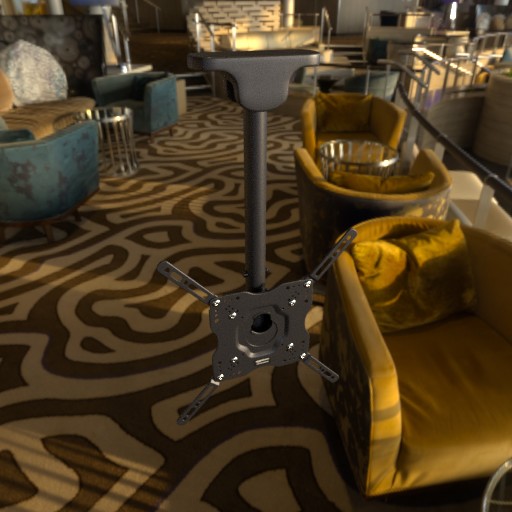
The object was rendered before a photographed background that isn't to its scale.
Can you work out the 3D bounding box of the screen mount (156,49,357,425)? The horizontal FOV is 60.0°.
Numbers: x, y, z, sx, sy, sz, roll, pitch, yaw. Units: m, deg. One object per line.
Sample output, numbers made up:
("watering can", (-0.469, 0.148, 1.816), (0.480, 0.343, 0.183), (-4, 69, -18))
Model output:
("screen mount", (0.000, 0.000, 0.871), (0.393, 0.729, 0.090), (-10, 31, -17))
